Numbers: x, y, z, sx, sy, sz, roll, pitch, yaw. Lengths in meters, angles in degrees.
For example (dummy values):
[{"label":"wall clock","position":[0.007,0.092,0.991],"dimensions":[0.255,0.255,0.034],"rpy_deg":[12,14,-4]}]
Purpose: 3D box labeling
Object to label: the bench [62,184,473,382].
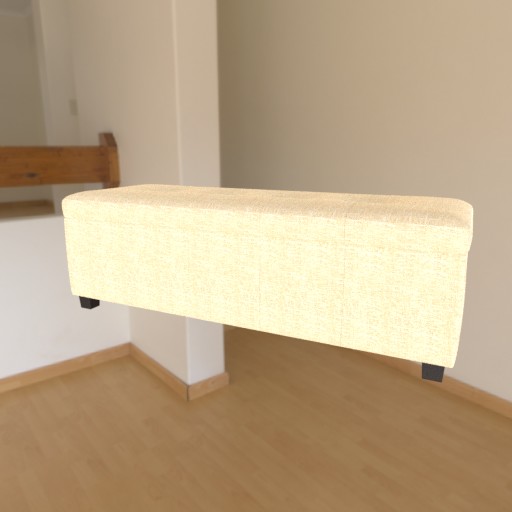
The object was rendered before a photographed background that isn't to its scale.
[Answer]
[{"label":"bench","position":[0.000,0.000,1.416],"dimensions":[1.219,0.406,0.432],"rpy_deg":[7,15,25]}]
